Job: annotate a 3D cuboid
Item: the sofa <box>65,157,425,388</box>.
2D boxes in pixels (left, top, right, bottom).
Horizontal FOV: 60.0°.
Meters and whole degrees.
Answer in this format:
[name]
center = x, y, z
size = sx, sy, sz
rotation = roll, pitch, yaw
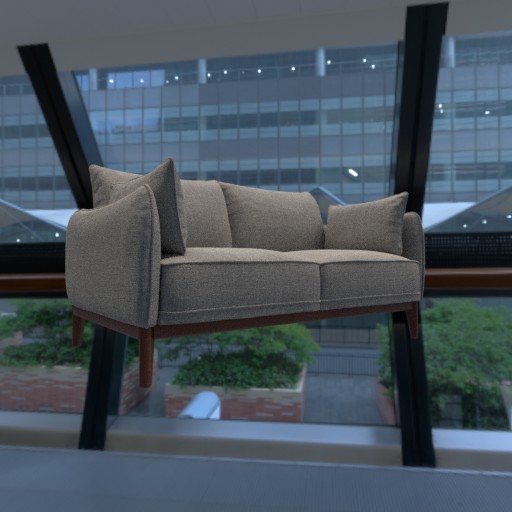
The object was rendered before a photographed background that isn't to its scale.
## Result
[sofa]
center = 0.000, 0.000, 2.168
size = 1.580, 0.851, 0.972
rotation = 0, 0, -37
